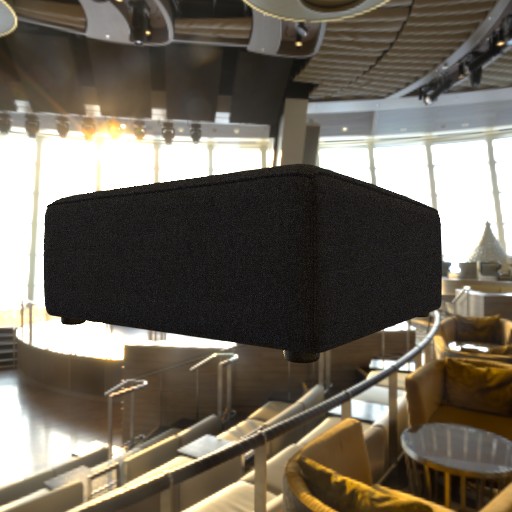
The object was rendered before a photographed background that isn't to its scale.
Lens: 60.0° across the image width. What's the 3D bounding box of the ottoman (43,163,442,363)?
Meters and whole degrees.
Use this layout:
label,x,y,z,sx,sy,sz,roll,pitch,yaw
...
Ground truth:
label,x,y,z,sx,sy,sz,roll,pitch,yaw
ottoman,0.000,0.000,1.522,1.000,0.439,1.000,0,0,36
